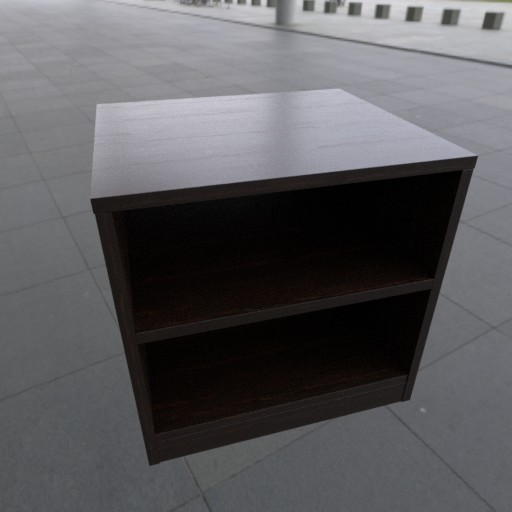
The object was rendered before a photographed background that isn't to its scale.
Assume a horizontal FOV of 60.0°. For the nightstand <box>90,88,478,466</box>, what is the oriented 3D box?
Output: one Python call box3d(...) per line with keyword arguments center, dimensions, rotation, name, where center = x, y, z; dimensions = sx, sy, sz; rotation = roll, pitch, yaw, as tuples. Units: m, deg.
box3d(center=(0.000, 0.000, 0.830), dimensions=(0.489, 0.487, 0.427), rotation=(-9, 33, -13), name="nightstand")
